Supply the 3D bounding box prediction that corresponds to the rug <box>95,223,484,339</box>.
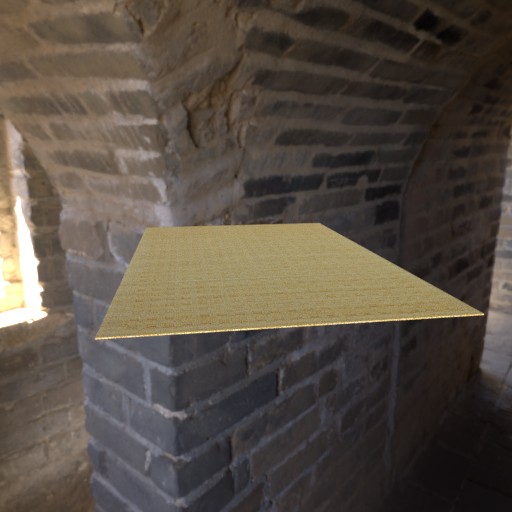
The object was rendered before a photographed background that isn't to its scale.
[{"bbox_3d":[0.000,0.000,2.792,1.524,0.006,2.286,-2,14,-9],"label":"rug"}]
